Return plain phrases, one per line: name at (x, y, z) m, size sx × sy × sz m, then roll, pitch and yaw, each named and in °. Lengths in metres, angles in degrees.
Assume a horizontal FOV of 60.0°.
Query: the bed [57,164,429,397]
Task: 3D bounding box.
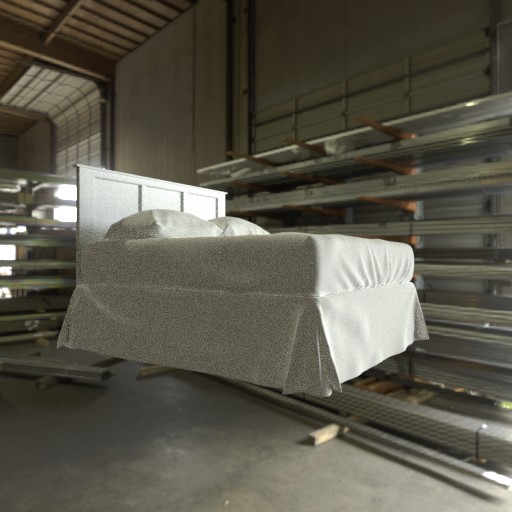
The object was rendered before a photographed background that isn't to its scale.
bed at (0.000, 0.000, 3.190) m, size 2.047 × 1.269 × 1.876 m, roll 0°, pitch 0°, yaw 35°
